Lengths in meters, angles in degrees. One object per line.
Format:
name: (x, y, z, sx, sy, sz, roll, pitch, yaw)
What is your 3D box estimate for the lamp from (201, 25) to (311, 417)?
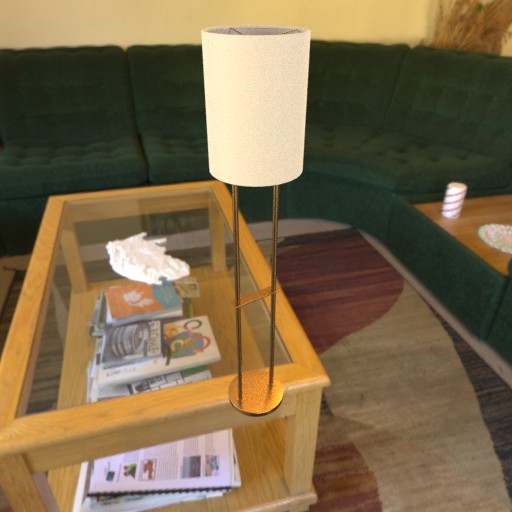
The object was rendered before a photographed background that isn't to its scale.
lamp: (0.000, 0.000, 1.643, 0.306, 1.500, 0.305, -19, 37, -27)
